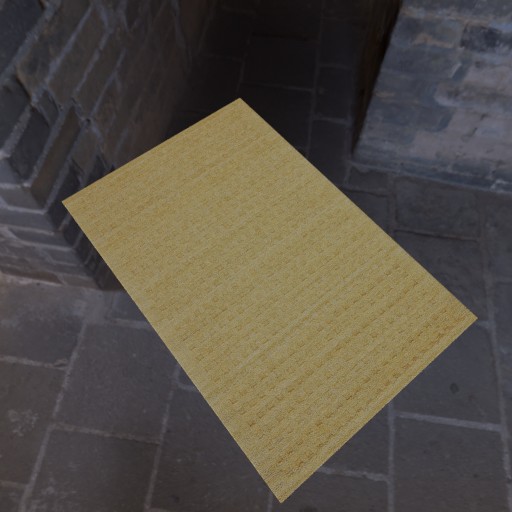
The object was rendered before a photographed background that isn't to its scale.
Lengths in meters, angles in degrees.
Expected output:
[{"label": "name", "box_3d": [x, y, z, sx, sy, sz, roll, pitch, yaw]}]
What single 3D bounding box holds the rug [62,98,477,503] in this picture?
[{"label": "rug", "box_3d": [0.000, 0.000, 2.808, 1.524, 0.006, 2.286, -36, 68, -16]}]
